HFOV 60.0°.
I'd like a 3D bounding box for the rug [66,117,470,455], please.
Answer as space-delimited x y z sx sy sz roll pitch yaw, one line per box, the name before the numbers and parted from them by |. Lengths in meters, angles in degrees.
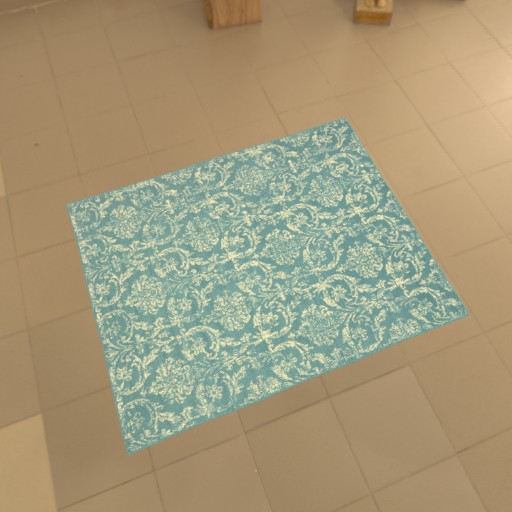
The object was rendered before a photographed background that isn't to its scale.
rug | 0.000 0.000 4.008 2.980 0.012 2.363 -20 66 -9
